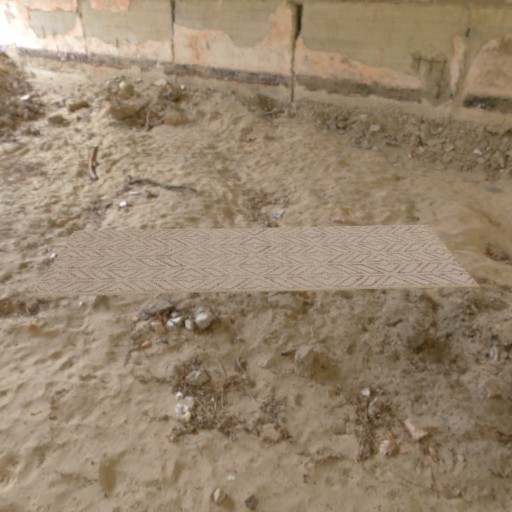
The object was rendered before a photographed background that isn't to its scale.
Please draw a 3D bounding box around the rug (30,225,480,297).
[{"bbox_3d":[0.000,0.000,2.717,2.435,0.009,0.750,-1,31,-2],"label":"rug"}]
